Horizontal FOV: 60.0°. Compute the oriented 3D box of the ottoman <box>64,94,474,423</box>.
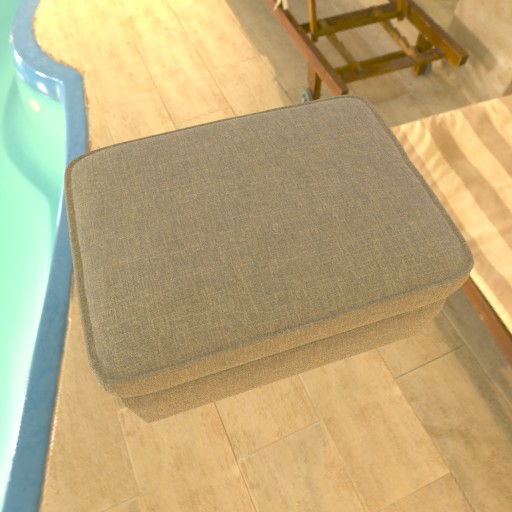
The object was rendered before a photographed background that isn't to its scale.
[{"bbox_3d":[0.000,0.000,1.082,0.762,0.457,0.559,-16,60,-9],"label":"ottoman"}]
